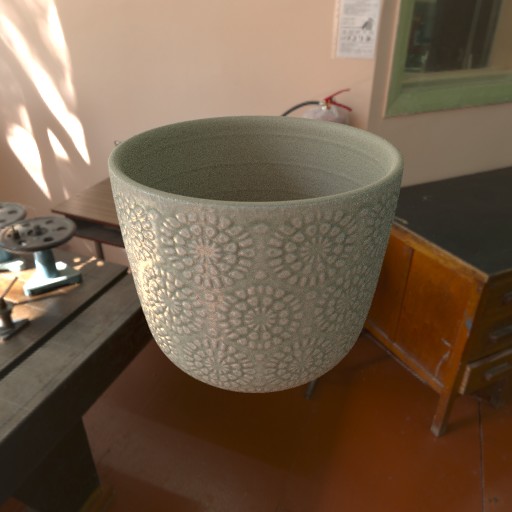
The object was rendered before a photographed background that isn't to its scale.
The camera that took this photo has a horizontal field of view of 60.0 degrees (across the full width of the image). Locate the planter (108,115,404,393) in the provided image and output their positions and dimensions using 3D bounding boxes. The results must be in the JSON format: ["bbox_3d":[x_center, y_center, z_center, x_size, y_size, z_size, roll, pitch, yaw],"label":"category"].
[{"bbox_3d":[0.000,0.000,0.219,0.124,0.109,0.124,0,30,0],"label":"planter"}]
